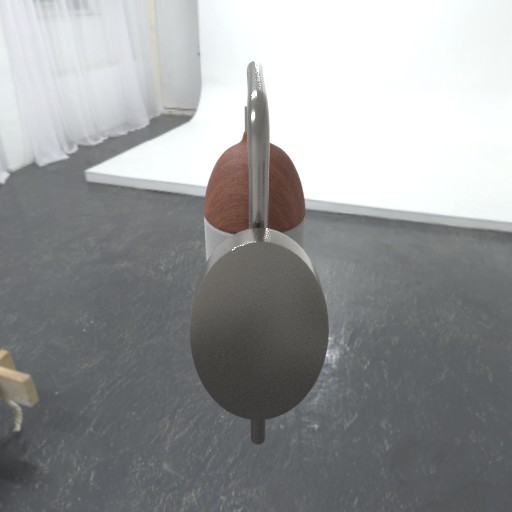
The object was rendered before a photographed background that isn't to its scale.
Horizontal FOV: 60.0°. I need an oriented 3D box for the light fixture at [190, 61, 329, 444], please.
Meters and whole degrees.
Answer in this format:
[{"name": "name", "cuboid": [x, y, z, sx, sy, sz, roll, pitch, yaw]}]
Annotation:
[{"name": "light fixture", "cuboid": [0.000, 0.000, 0.431, 0.108, 0.343, 0.216, -1, 29, -1]}]
